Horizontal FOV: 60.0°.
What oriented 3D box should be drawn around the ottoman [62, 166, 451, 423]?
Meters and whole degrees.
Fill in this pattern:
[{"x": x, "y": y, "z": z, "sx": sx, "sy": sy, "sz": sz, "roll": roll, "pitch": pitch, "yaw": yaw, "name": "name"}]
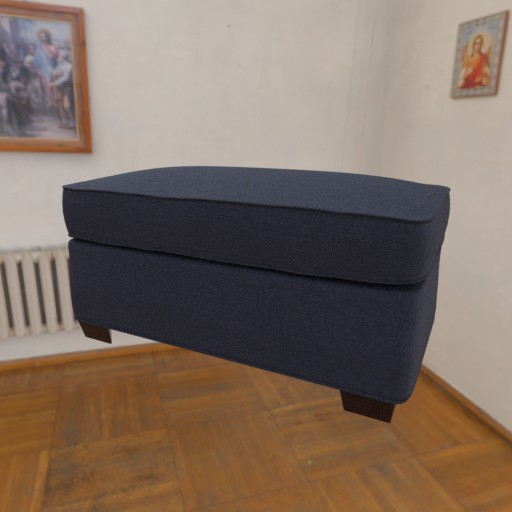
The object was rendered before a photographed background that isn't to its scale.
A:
[{"x": 0.000, "y": 0.000, "z": 1.170, "sx": 0.895, "sy": 0.453, "sz": 0.505, "roll": 8, "pitch": 18, "yaw": 26, "name": "ottoman"}]
